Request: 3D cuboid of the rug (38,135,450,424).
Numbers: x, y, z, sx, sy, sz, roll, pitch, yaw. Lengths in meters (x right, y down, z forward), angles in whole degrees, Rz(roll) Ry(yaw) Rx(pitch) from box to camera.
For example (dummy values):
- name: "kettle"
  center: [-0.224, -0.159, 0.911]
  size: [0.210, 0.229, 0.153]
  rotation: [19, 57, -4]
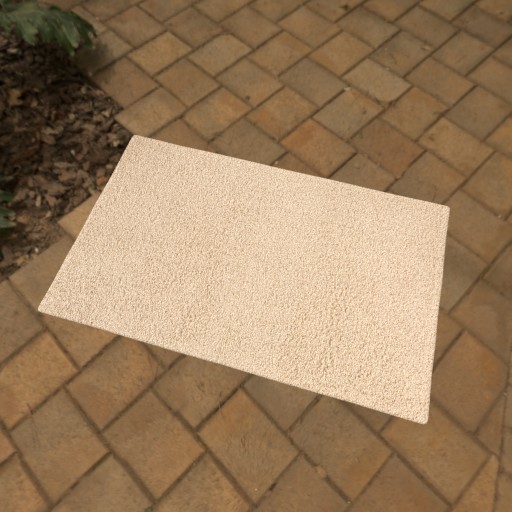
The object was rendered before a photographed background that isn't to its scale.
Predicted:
- name: "rug"
  center: [0.000, 0.000, 2.981]
  size: [2.438, 0.030, 1.524]
  rotation: [14, 63, 7]
